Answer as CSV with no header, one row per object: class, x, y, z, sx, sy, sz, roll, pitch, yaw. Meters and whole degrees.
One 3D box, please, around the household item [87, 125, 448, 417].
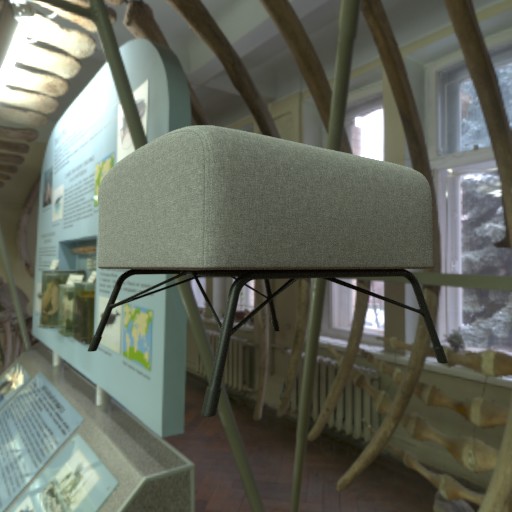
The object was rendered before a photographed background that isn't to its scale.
household item,0.000,0.000,0.911,0.530,0.410,0.530,1,-2,-36
